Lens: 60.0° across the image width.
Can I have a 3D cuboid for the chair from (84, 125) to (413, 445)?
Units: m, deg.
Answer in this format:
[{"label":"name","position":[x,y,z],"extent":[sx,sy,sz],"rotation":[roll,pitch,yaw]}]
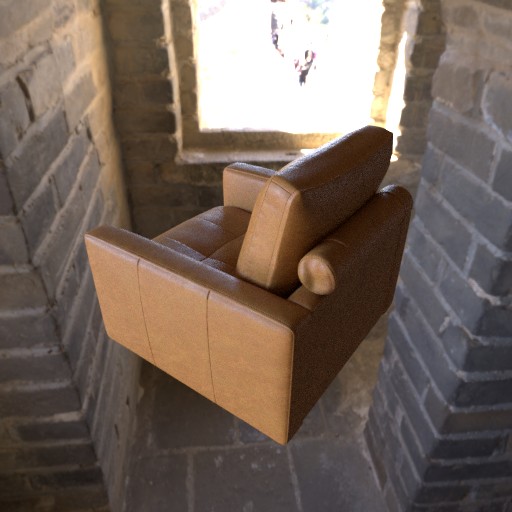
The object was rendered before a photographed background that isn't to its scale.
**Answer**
[{"label":"chair","position":[0.000,0.000,1.563],"extent":[0.868,0.896,0.831],"rotation":[21,38,30]}]
